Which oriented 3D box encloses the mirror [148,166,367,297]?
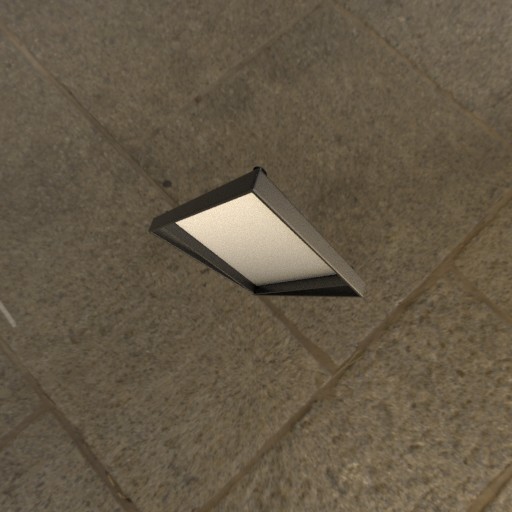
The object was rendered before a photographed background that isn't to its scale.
[{"bbox_3d":[0.000,0.000,0.828,0.419,0.679,0.032,17,76,5],"label":"mirror"}]
